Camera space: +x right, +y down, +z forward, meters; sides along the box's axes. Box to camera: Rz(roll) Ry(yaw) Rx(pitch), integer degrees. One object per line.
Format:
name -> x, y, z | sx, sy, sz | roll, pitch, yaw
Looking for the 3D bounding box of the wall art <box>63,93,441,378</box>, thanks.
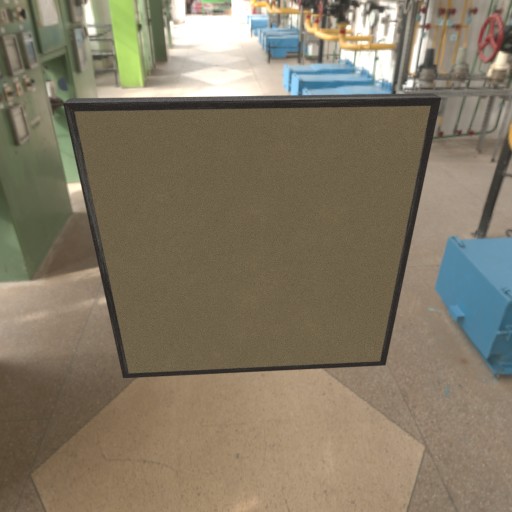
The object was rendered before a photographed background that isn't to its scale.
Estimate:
wall art -> 0.000, 0.000, 1.107 | 0.762, 0.758, 0.043 | -2, 31, -3
